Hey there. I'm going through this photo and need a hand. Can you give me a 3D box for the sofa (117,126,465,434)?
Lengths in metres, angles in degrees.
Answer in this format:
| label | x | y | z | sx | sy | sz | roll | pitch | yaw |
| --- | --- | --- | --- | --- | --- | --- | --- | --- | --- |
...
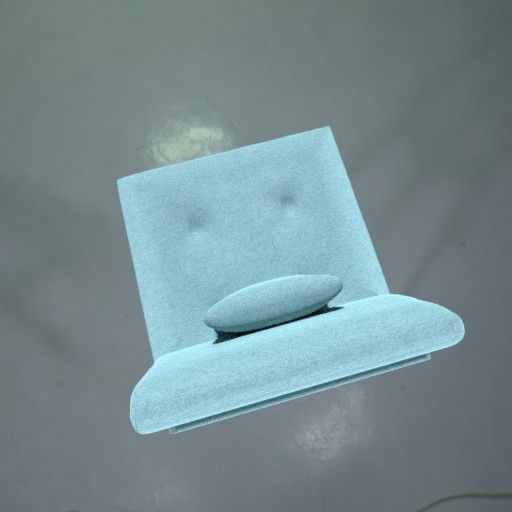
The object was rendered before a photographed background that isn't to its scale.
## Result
| label | x | y | z | sx | sy | sz | roll | pitch | yaw |
| --- | --- | --- | --- | --- | --- | --- | --- | --- | --- |
| sofa | 0.000 | 0.000 | 1.635 | 0.930 | 0.820 | 1.000 | -15 | 75 | -4 |
